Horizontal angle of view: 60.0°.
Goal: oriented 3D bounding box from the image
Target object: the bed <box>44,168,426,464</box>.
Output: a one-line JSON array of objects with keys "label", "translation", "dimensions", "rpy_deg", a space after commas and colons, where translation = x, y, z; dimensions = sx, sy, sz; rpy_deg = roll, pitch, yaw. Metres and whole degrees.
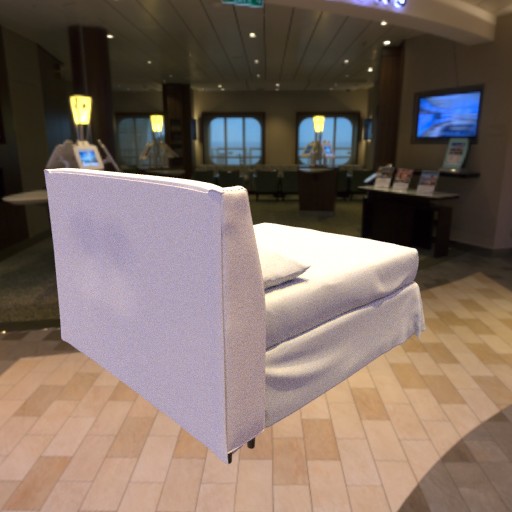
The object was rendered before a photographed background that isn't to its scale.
[{"label": "bed", "translation": [0.000, 0.000, 3.325], "dimensions": [2.276, 1.332, 1.925], "rpy_deg": [-14, 20, -43]}]
